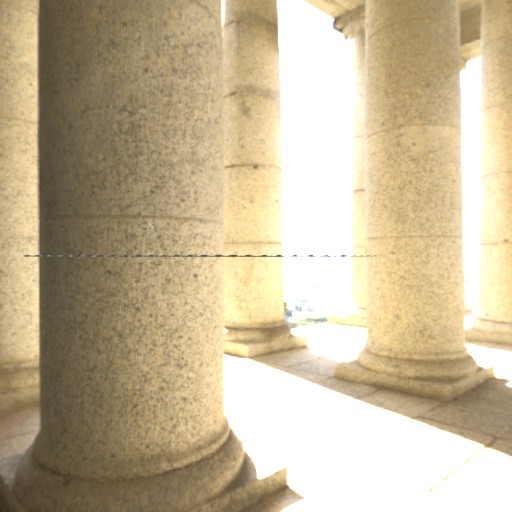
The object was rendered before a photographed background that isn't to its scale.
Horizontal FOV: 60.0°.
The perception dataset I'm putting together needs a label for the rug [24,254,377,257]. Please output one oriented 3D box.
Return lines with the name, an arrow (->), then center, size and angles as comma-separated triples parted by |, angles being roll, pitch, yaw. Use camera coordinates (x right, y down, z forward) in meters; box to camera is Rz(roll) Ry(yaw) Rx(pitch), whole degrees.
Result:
rug -> 0.000, 0.000, 2.531 | 1.248, 0.009, 2.108 | 0, 0, 18
